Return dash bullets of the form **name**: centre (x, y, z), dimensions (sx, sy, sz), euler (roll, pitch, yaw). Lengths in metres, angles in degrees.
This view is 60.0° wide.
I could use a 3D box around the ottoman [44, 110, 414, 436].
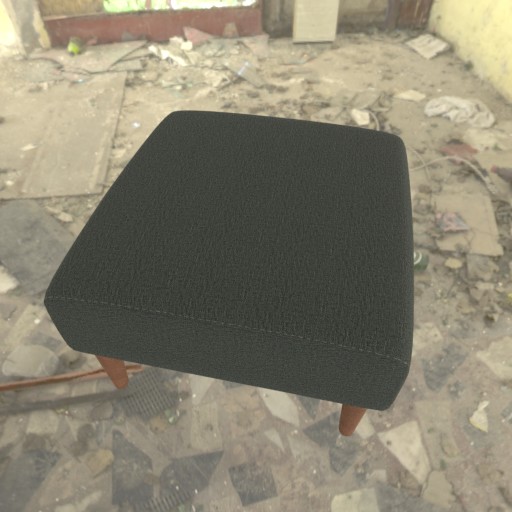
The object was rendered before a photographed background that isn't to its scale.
- **ottoman**: centre (0.000, 0.000, 1.033), dimensions (0.649, 0.398, 0.650), euler (9, 47, 8)
